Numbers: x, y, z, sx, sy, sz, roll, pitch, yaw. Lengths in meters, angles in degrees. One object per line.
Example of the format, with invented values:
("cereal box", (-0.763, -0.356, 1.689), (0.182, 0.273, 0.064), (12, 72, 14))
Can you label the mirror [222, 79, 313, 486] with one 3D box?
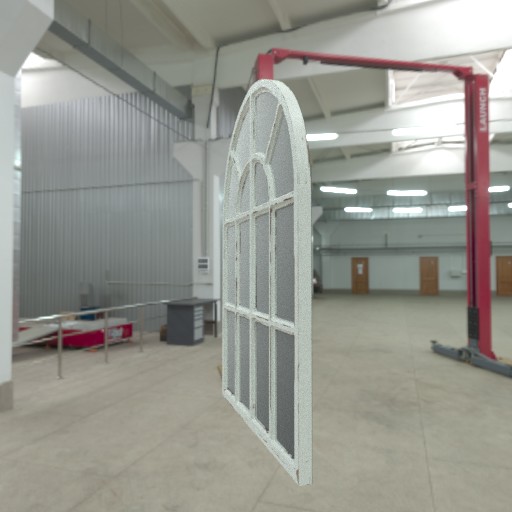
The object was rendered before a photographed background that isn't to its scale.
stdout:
("mirror", (0.000, 0.000, 1.201), (0.032, 0.920, 0.660), (1, -2, -17))
